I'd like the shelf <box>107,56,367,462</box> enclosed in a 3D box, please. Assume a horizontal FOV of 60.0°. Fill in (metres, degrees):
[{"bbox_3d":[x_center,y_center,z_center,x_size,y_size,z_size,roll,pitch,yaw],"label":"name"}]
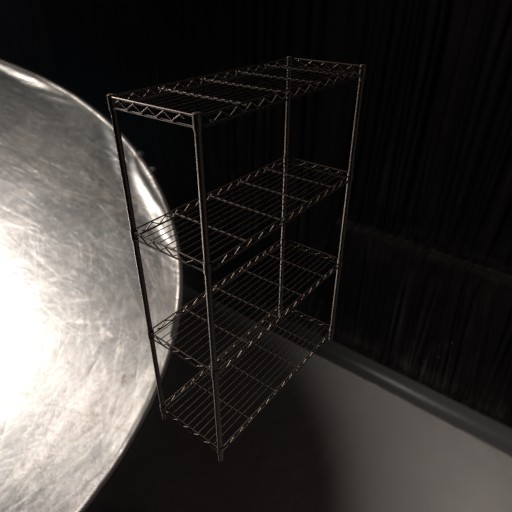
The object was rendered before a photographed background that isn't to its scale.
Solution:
[{"bbox_3d":[0.000,0.000,1.791,0.352,1.361,0.907,22,38,31],"label":"shelf"}]
